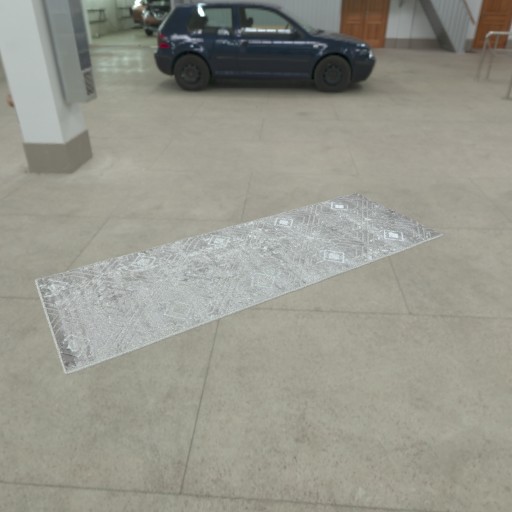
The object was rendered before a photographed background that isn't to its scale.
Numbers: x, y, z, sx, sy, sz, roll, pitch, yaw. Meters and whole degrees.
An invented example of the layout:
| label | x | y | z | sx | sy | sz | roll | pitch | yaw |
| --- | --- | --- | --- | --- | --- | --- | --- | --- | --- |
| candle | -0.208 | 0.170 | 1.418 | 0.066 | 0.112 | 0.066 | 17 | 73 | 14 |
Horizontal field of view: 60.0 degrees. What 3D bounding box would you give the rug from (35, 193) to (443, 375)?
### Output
| label | x | y | z | sx | sy | sz | roll | pitch | yaw |
| --- | --- | --- | --- | --- | --- | --- | --- | --- | --- |
| rug | 0.000 | 0.000 | 2.693 | 2.381 | 0.035 | 0.832 | -17 | 35 | -27 |
